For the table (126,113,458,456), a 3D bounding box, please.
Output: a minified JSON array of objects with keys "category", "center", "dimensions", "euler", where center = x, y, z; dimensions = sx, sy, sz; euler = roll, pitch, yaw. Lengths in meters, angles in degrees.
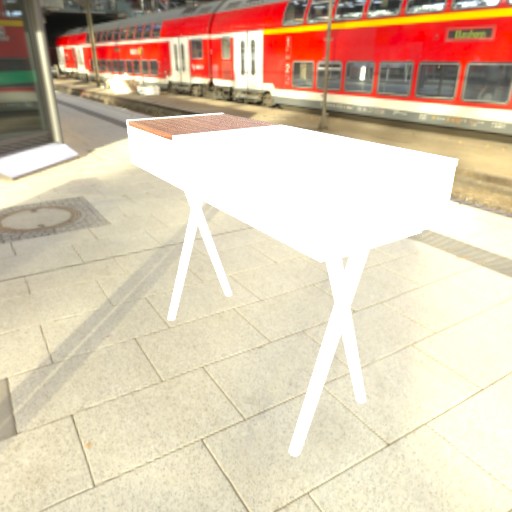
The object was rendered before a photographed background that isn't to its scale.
[{"category":"table","center":[0.000,0.000,1.467],"dimensions":[0.418,0.785,1.066],"euler":[-15,29,-31]}]
